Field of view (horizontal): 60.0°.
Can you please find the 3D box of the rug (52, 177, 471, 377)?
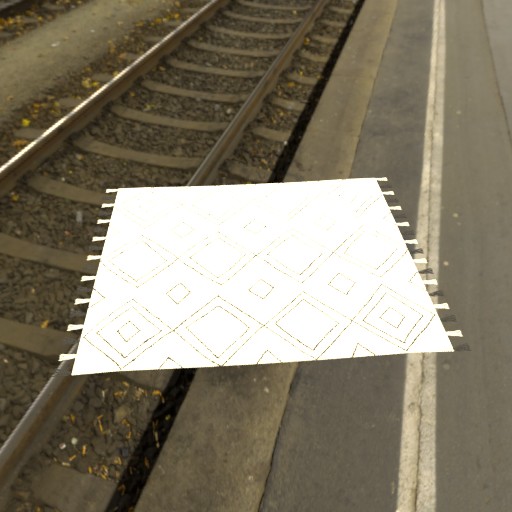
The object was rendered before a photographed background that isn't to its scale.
[{"bbox_3d":[0.000,0.000,4.212,3.221,0.026,2.342,-3,45,-3],"label":"rug"}]
